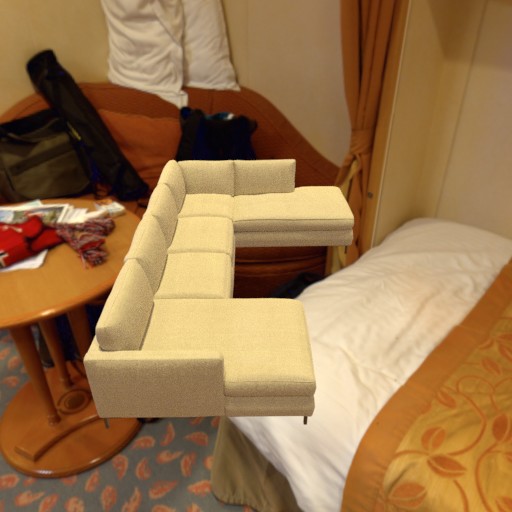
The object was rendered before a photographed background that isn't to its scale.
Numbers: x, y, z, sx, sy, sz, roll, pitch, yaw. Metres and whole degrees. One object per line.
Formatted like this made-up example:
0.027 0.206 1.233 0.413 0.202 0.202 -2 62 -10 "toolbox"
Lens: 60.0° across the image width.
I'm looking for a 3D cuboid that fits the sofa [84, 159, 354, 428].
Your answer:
0.000 0.000 3.570 1.879 0.756 2.737 -1 31 -1 "sofa"
